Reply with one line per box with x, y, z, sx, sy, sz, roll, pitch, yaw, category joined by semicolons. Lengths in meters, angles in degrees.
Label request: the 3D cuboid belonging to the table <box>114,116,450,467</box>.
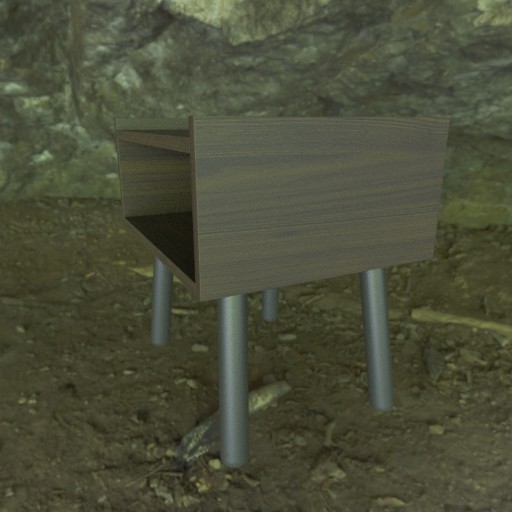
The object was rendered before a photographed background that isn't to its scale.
0.000;0.000;0.789;0.370;0.470;0.450;-8;19;-26;table
